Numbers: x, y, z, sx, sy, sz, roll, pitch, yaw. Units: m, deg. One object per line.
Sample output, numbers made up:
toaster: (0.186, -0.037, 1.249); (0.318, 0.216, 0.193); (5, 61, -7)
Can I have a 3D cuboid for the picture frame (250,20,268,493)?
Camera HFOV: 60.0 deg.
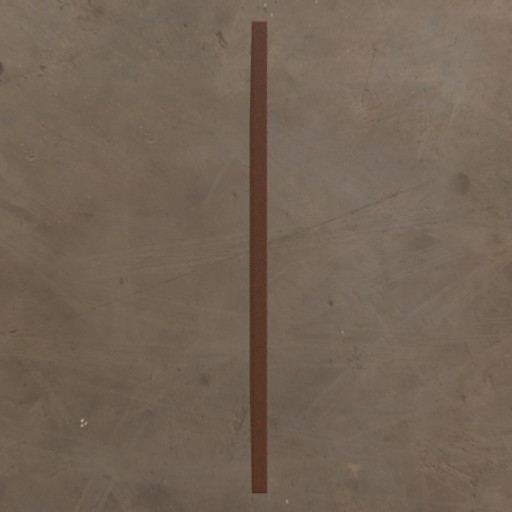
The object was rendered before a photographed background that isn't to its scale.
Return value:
picture frame: (0.000, 0.000, 1.752); (0.045, 1.018, 1.329); (0, 91, -1)
